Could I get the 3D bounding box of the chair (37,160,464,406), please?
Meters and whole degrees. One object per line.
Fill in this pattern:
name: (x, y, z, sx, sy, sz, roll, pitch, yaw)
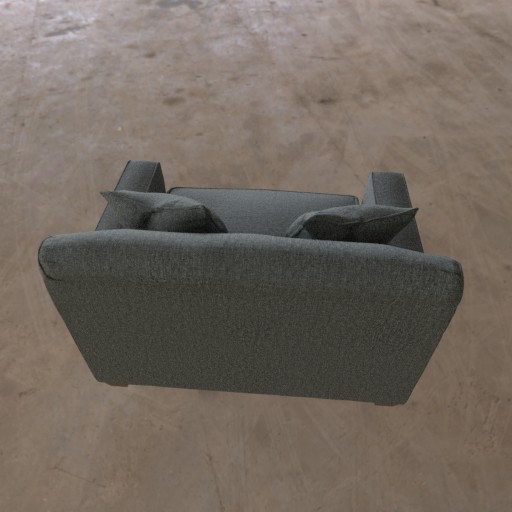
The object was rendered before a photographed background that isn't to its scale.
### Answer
chair: (0.000, 0.000, 2.007, 1.383, 0.948, 1.000, 3, 47, 3)
